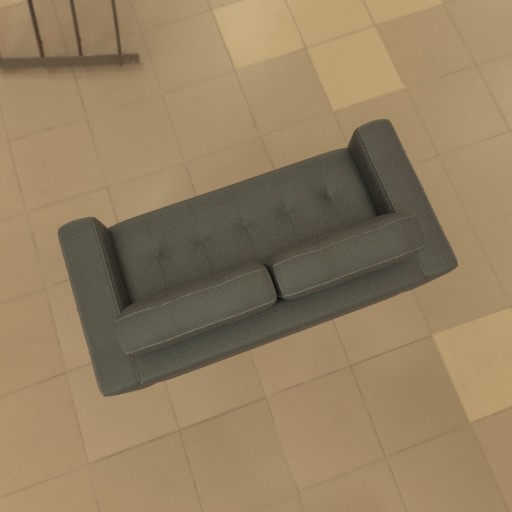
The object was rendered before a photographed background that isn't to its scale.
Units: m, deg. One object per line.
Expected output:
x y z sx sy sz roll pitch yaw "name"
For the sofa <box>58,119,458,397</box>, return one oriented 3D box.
0.000 0.000 2.222 1.726 0.893 0.833 -19 77 -5 "sofa"
